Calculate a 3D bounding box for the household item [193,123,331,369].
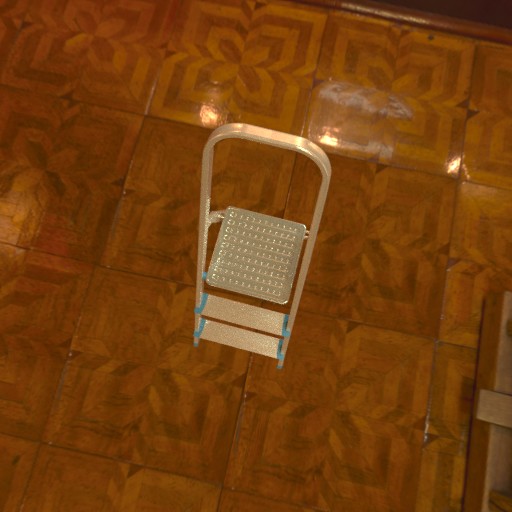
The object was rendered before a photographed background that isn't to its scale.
[{"bbox_3d":[0.000,0.000,1.513,0.420,1.215,0.687,14,77,3],"label":"household item"}]
